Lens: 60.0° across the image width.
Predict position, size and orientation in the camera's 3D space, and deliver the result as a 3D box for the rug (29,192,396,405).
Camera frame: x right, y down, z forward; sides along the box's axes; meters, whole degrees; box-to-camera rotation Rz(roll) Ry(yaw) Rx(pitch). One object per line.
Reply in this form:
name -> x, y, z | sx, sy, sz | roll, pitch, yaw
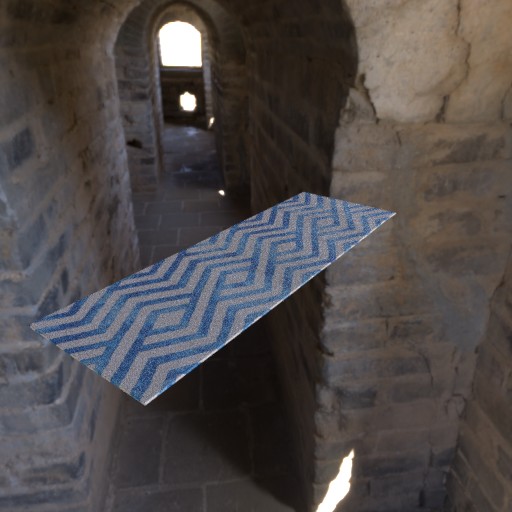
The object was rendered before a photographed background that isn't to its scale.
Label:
rug -> 0.000, 0.000, 1.661 | 0.503, 0.007, 1.492 | 19, 32, 33
